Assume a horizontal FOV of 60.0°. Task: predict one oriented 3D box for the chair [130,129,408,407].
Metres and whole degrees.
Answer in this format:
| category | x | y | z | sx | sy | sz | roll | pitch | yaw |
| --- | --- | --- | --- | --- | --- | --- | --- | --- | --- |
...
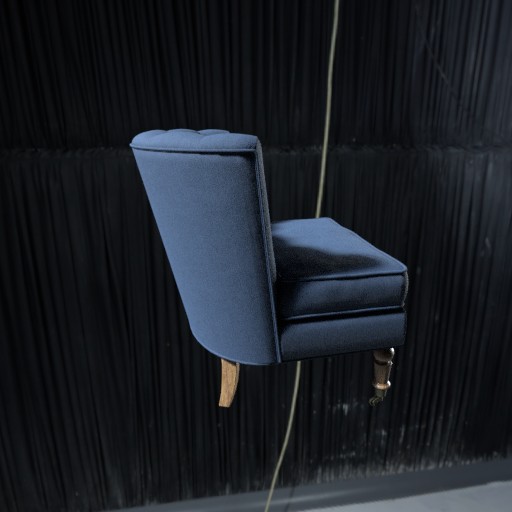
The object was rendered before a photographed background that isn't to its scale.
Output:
| category | x | y | z | sx | sy | sz | roll | pitch | yaw |
| --- | --- | --- | --- | --- | --- | --- | --- | --- | --- |
| chair | 0.000 | 0.000 | 1.409 | 0.718 | 0.771 | 0.740 | -3 | 17 | -9 |
